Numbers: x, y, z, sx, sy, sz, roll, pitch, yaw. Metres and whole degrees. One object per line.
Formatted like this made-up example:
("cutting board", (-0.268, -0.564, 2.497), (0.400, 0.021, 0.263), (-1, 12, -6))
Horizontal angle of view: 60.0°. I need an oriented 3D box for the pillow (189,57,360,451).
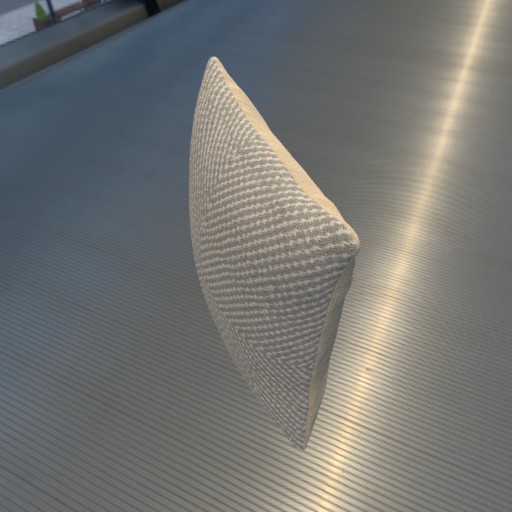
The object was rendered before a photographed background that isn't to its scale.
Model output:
("pillow", (0.000, 0.000, 0.700), (0.181, 0.458, 0.459), (-15, 47, -14))
